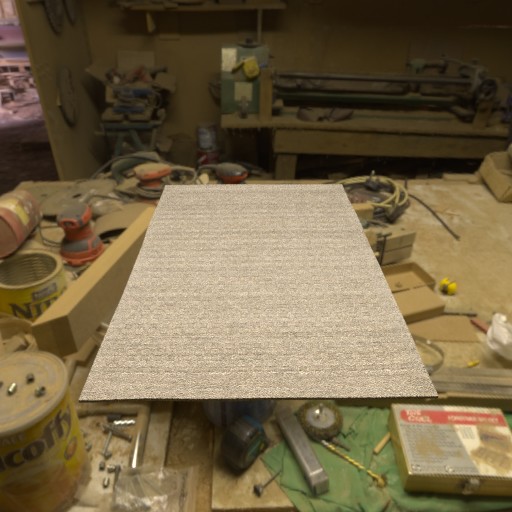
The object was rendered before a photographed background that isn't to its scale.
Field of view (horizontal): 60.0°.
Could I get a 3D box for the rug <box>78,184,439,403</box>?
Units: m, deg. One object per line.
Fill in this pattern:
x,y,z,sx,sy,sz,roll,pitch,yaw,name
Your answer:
0.000,0.000,2.850,1.532,0.018,2.297,0,32,-1,rug
